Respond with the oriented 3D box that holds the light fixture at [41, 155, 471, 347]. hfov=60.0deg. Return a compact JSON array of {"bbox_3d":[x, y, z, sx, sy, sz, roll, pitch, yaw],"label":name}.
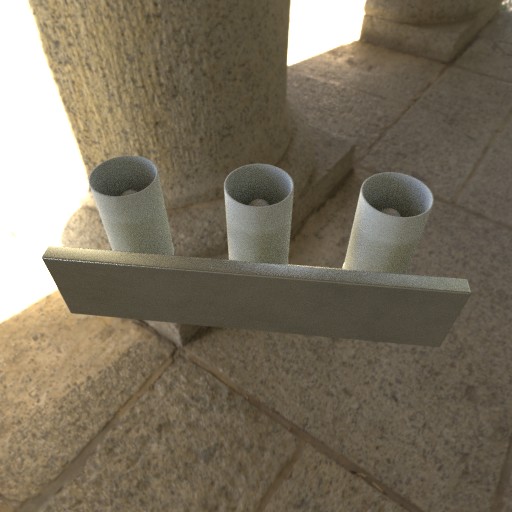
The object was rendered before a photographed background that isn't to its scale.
[{"bbox_3d":[0.000,0.000,0.546,0.451,0.172,0.145,5,48,4],"label":"light fixture"}]
